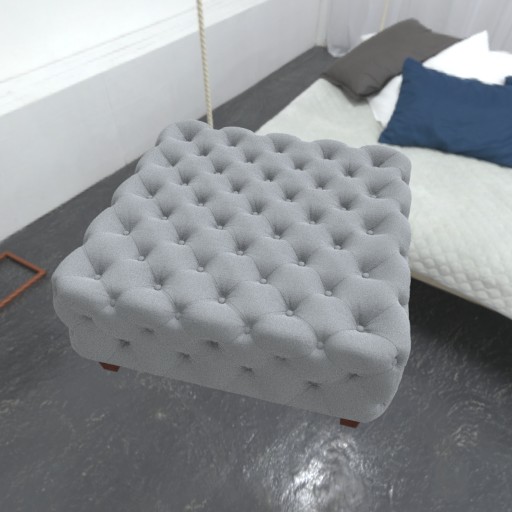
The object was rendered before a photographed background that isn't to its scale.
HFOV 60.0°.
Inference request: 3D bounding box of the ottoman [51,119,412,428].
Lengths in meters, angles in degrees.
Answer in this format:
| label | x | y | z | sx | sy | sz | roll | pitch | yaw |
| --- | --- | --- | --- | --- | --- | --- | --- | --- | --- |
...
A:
| label | x | y | z | sx | sy | sz | roll | pitch | yaw |
| --- | --- | --- | --- | --- | --- | --- | --- | --- | --- |
| ottoman | 0.000 | 0.000 | 1.197 | 0.764 | 0.365 | 0.758 | 10 | 46 | 10 |
